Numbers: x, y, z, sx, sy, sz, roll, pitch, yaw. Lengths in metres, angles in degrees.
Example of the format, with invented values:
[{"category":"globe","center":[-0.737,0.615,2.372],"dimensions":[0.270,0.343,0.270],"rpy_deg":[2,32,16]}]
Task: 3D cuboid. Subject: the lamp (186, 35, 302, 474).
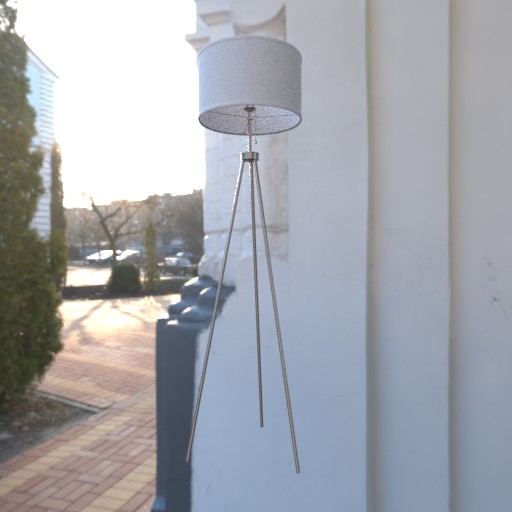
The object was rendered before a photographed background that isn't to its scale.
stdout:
[{"category":"lamp","center":[0.000,0.000,1.744],"dimensions":[0.458,1.545,0.448],"rpy_deg":[0,0,37]}]
